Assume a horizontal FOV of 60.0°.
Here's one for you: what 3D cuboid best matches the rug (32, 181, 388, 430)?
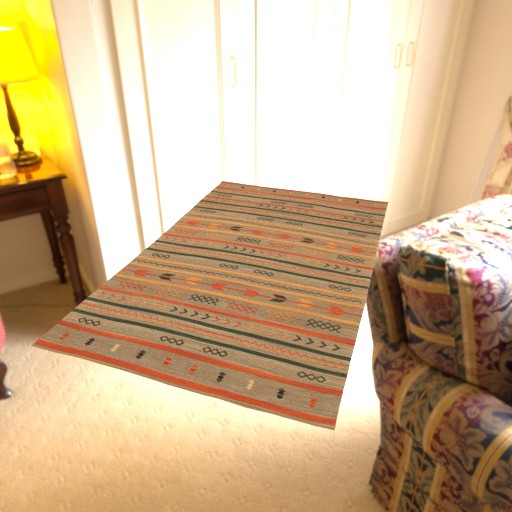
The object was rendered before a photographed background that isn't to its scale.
[{"bbox_3d":[0.000,0.000,2.994,1.537,0.029,2.439,10,32,17],"label":"rug"}]
